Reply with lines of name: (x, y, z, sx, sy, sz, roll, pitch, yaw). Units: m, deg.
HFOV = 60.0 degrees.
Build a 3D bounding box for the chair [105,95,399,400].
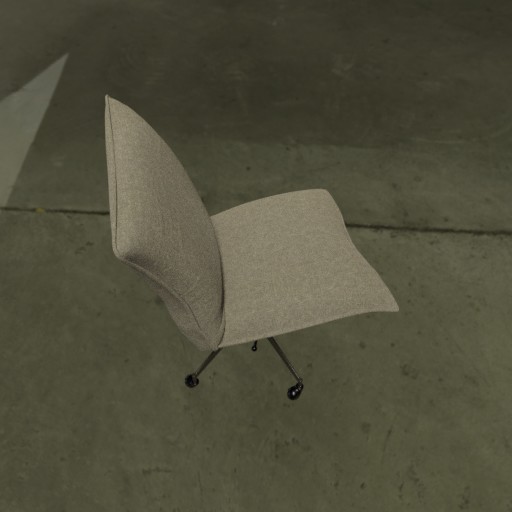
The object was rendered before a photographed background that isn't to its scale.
chair: (0.000, 0.000, 1.317, 0.696, 0.811, 0.597, -10, 47, -10)
